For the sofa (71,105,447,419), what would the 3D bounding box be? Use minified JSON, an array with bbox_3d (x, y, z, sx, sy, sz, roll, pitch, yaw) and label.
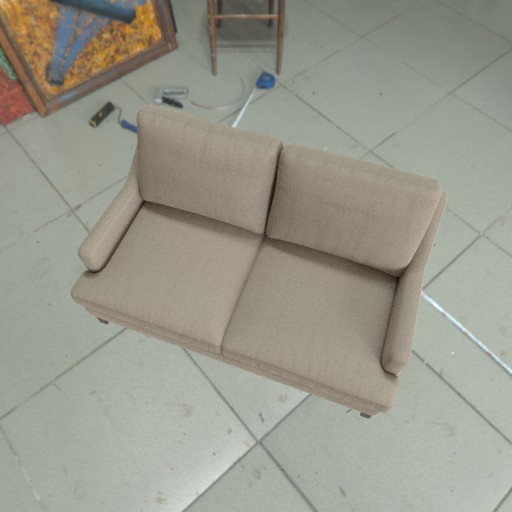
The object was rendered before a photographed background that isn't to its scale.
[{"bbox_3d":[0.000,0.000,2.221,1.619,0.910,1.004,17,61,10],"label":"sofa"}]
